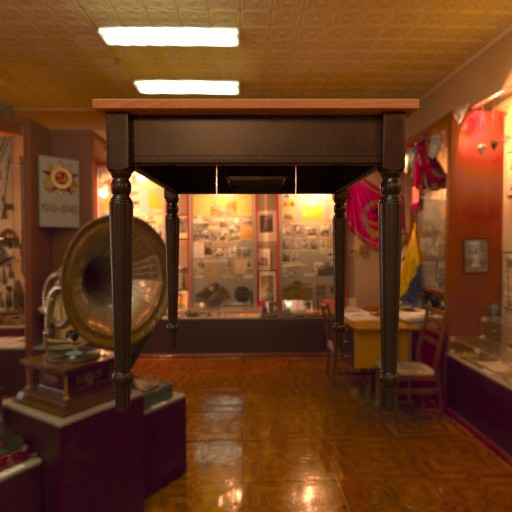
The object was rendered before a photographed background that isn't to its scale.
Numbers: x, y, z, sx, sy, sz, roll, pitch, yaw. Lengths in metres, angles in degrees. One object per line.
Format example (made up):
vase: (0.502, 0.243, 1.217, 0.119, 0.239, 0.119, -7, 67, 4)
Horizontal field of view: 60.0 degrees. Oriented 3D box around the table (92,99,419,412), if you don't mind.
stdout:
table: (0.000, 0.000, 1.394, 0.747, 0.738, 0.747, 0, 2, 0)
